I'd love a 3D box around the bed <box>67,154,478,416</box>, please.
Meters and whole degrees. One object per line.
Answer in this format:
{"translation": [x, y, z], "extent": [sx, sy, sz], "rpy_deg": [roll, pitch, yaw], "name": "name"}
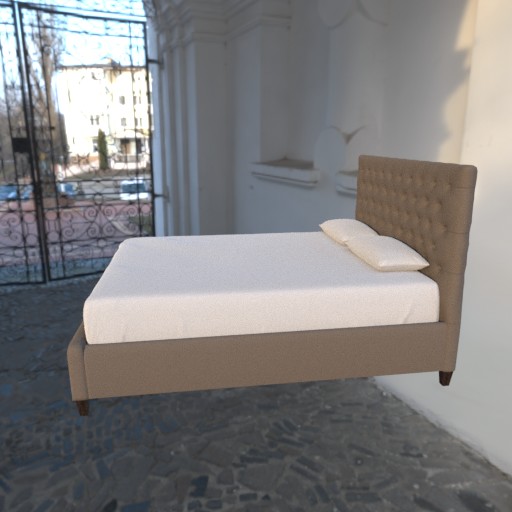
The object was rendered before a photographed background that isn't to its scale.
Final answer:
{"translation": [0.000, 0.000, 3.352], "extent": [2.387, 1.427, 1.698], "rpy_deg": [-2, 15, -8], "name": "bed"}
